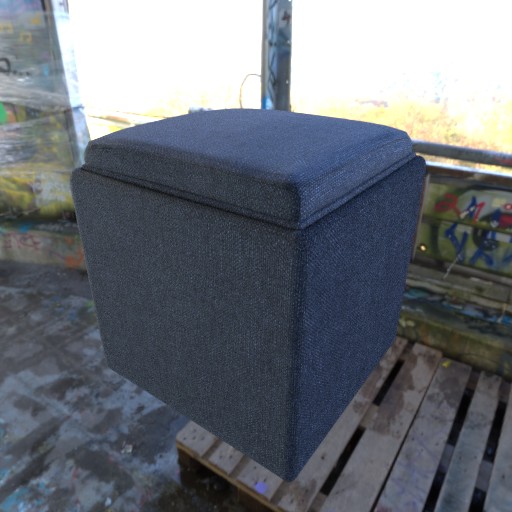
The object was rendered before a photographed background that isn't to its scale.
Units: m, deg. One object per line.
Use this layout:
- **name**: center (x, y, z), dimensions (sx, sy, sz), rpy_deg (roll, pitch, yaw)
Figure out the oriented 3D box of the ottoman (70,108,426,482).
- **ottoman**: center (0.000, 0.000, 0.837), dimensions (0.454, 0.493, 0.436), rpy_deg (19, 33, 32)
